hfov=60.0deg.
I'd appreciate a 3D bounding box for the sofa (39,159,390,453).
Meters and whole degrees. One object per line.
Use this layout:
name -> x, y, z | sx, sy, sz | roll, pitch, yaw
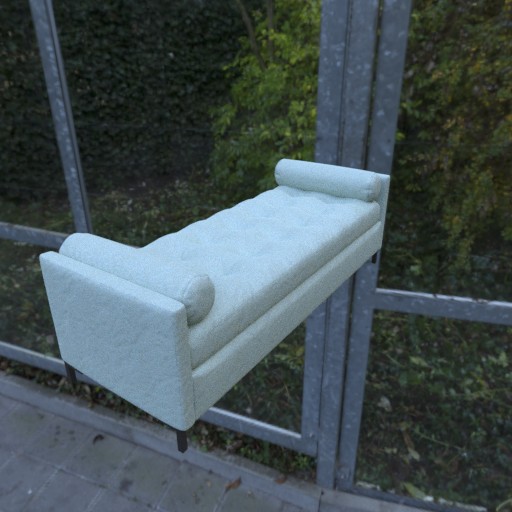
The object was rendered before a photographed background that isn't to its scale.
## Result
sofa -> 0.000, 0.000, 2.527 | 0.796, 0.705, 2.102 | 16, 30, 31
